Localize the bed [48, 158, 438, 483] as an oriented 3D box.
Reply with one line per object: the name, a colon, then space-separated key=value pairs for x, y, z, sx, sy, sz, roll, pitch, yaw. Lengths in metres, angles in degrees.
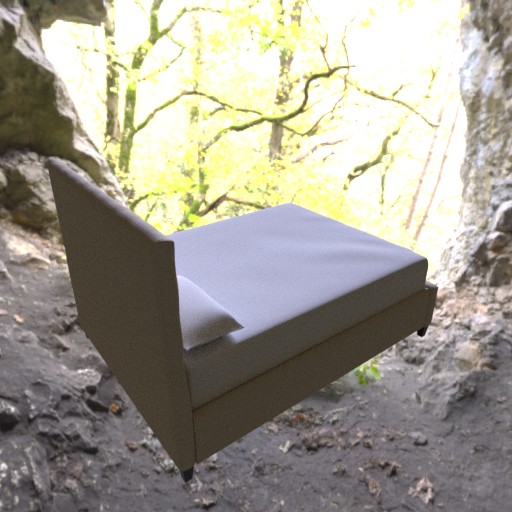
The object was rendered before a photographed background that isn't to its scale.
bed: x=0.000 y=0.000 z=3.233 sx=2.233 sy=1.426 sz=1.696 roll=-18 pitch=32 yaw=-33
